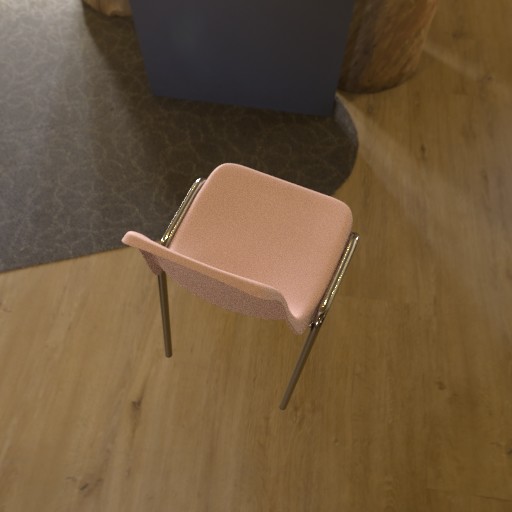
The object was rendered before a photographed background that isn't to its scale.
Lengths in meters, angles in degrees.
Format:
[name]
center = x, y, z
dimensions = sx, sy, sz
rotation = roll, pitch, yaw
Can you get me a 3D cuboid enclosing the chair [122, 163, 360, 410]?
[chair]
center = 0.000, 0.000, 0.956
dimensions = 0.381, 0.704, 0.436
rotation = 21, 65, 11
